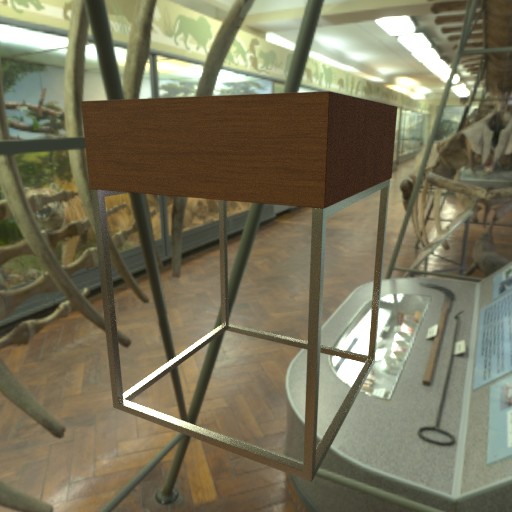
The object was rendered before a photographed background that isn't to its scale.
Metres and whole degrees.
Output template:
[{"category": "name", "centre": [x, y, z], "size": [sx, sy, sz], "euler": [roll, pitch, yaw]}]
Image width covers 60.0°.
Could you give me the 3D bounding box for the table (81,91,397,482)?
[{"category": "table", "centre": [0.000, 0.000, 0.833], "size": [0.397, 0.540, 0.398], "euler": [8, 18, 27]}]
